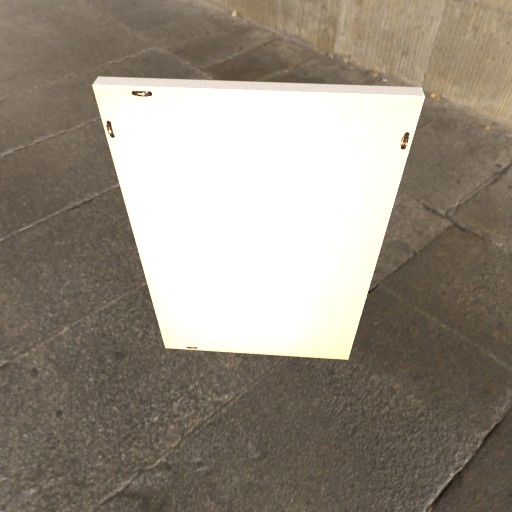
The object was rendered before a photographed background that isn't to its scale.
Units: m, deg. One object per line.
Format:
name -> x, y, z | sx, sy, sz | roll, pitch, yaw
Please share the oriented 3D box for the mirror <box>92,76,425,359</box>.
mirror -> 0.000, 0.000, 1.153 | 0.609, 0.915, 0.041 | 3, 47, 3
